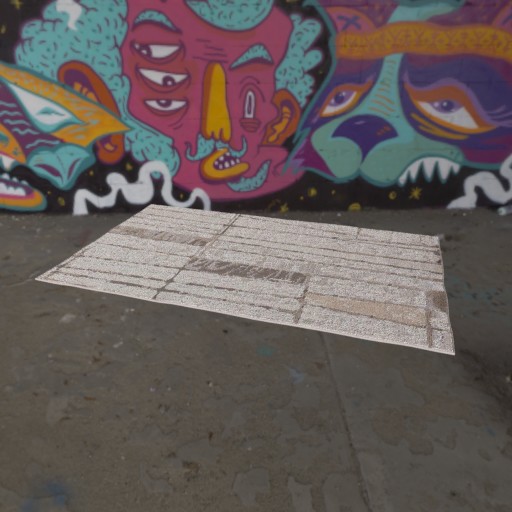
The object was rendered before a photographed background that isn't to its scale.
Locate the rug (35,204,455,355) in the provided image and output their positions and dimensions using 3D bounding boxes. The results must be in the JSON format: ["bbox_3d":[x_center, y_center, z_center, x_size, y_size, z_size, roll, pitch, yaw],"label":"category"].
[{"bbox_3d":[0.000,0.000,1.083,0.867,0.007,0.515,8,27,16],"label":"rug"}]
